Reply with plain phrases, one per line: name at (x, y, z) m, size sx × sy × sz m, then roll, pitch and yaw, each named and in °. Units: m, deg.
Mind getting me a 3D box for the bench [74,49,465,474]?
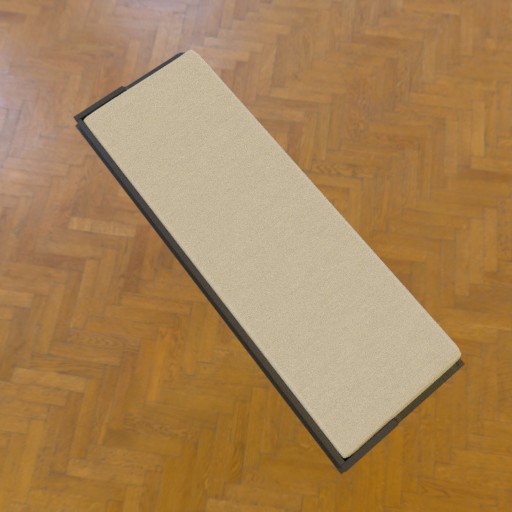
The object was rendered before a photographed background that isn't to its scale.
bench at (0.000, 0.000, 1.356) m, size 0.398 × 0.501 × 1.140 m, roll -37°, pitch 78°, yaw -9°
